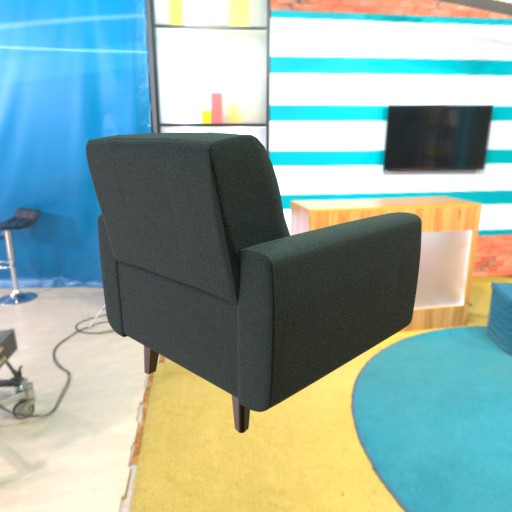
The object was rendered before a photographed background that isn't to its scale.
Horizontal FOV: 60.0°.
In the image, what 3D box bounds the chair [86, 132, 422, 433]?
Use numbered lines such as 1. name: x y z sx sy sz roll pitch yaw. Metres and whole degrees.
1. chair: 0.000 0.000 1.569 0.831 0.841 0.909 14 21 42
